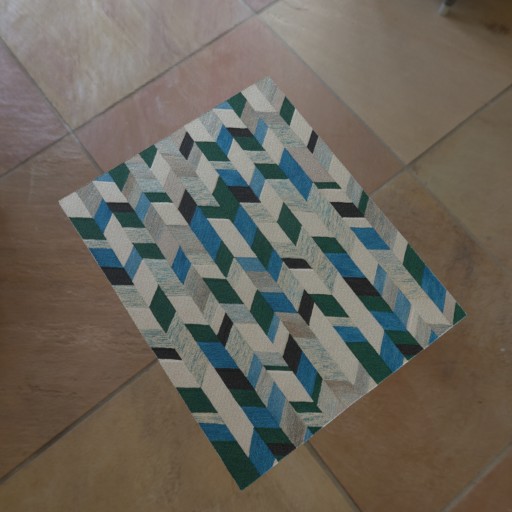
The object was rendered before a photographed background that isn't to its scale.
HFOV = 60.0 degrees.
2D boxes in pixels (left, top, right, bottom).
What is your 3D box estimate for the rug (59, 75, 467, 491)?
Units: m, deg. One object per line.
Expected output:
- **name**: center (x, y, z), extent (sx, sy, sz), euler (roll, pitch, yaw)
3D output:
- **rug**: center (0.000, 0.000, 4.034), extent (2.440, 0.008, 3.036), euler (-34, 77, -9)
